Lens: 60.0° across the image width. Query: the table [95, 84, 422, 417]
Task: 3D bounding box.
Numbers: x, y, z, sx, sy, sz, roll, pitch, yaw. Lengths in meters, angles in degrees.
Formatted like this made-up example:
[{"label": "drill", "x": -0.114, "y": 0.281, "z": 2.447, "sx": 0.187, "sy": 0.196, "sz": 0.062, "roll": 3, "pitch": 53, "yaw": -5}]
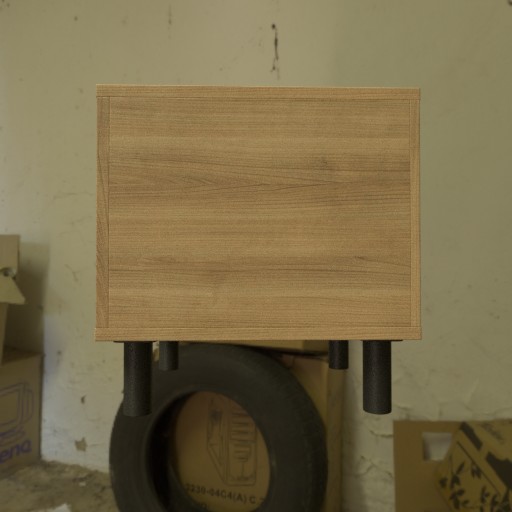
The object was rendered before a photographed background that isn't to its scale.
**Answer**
[{"label": "table", "x": 0.000, "y": 0.000, "z": 0.794, "sx": 0.445, "sy": 0.460, "sz": 0.380, "roll": 0, "pitch": -1, "yaw": -2}]
